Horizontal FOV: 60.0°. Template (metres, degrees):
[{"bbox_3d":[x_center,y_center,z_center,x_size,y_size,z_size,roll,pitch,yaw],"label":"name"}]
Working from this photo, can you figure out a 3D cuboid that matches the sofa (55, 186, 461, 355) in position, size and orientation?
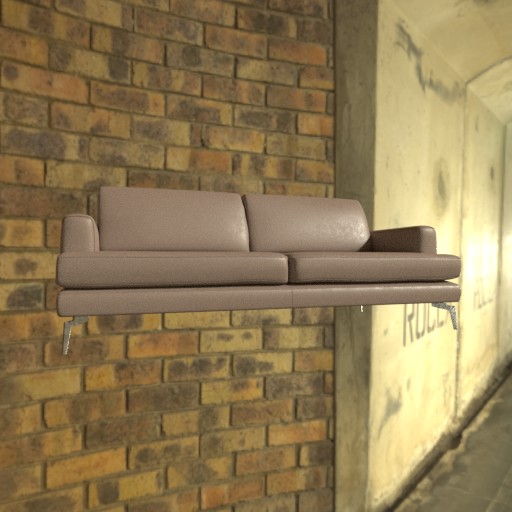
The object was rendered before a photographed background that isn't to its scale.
[{"bbox_3d":[0.000,0.000,2.423,1.940,0.765,0.974,0,-1,-19],"label":"sofa"}]
